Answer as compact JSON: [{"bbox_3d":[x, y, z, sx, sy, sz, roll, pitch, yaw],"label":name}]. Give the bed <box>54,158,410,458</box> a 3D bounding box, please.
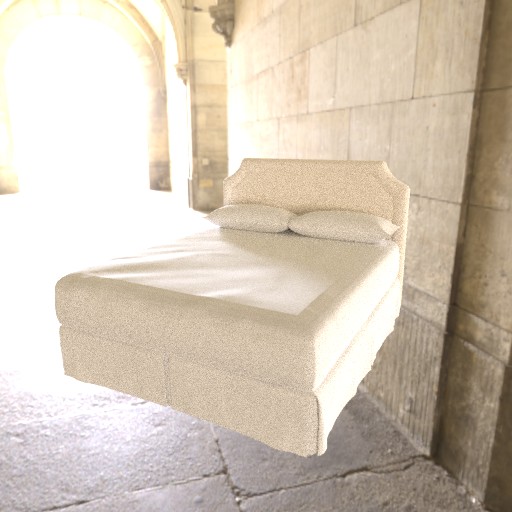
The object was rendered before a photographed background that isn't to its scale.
[{"bbox_3d":[0.000,0.000,3.787,2.134,1.524,2.548,8,17,27],"label":"bed"}]
